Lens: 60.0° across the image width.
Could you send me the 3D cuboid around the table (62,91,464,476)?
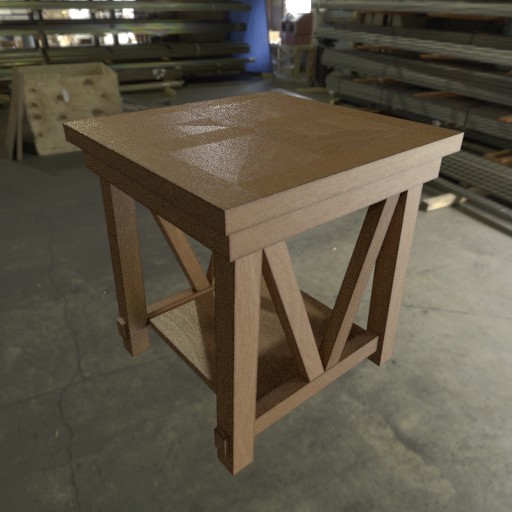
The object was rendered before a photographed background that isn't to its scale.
[{"bbox_3d":[0.000,0.000,1.110,0.612,0.638,0.610,-23,37,-33],"label":"table"}]
